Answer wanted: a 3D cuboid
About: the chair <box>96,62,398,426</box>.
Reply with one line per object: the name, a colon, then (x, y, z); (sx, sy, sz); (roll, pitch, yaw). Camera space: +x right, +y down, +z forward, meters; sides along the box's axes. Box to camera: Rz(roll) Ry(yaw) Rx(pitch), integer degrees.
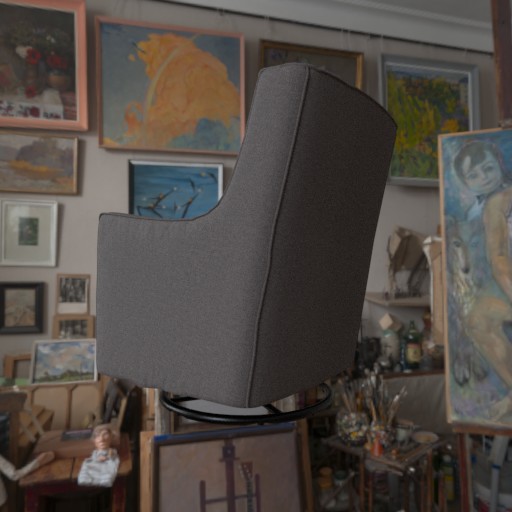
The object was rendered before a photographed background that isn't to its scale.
chair: (0.000, 0.000, 1.563); (0.879, 0.993, 0.732); (-1, -1, 36)
